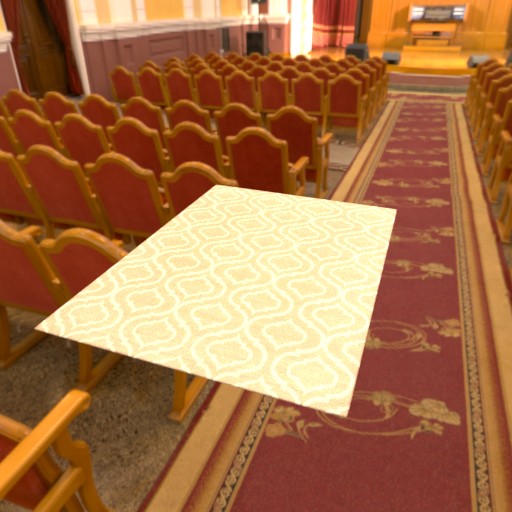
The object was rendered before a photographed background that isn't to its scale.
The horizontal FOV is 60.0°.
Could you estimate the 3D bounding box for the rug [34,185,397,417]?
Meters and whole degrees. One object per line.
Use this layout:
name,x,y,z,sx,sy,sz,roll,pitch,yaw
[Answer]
rug,0.000,0.000,4.437,2.438,0.010,3.353,10,31,18
